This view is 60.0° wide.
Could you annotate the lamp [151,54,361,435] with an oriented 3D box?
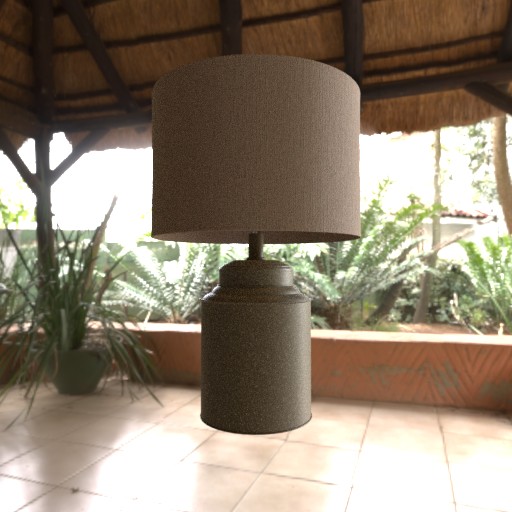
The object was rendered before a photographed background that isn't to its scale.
[{"bbox_3d":[0.000,0.000,0.688,0.318,0.486,0.318,0,-1,0],"label":"lamp"}]
